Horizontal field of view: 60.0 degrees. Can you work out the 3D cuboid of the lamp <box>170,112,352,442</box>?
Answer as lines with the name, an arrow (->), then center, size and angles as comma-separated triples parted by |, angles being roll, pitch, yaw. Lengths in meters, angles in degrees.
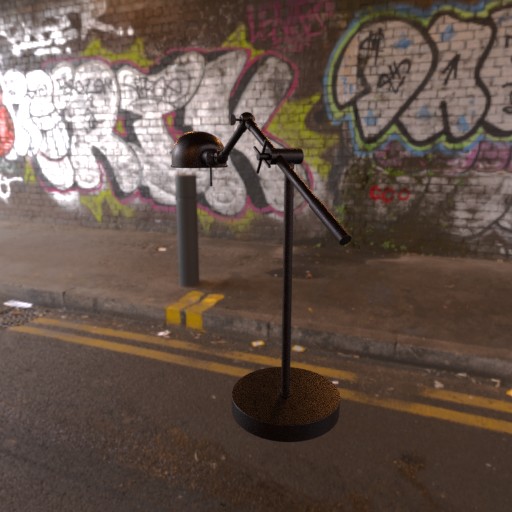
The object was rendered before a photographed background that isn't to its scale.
lamp -> 0.000, 0.000, 0.804 | 0.185, 0.495, 0.567 | -7, 15, -27
